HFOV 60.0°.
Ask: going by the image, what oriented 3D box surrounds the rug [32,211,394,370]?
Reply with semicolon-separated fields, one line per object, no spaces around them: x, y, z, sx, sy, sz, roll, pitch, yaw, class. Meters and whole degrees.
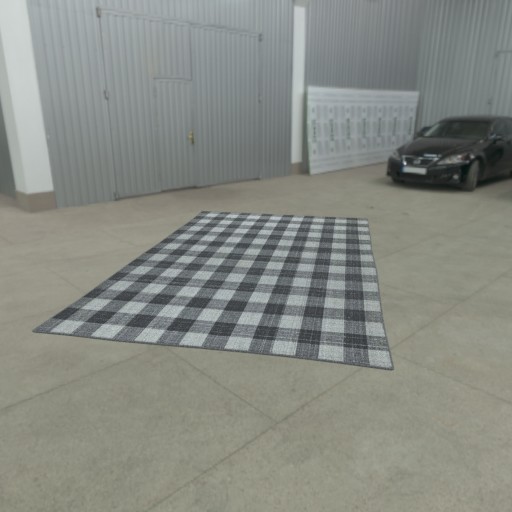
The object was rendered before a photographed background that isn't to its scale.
0.000;0.000;2.957;1.554;0.011;2.476;4;19;11;rug
